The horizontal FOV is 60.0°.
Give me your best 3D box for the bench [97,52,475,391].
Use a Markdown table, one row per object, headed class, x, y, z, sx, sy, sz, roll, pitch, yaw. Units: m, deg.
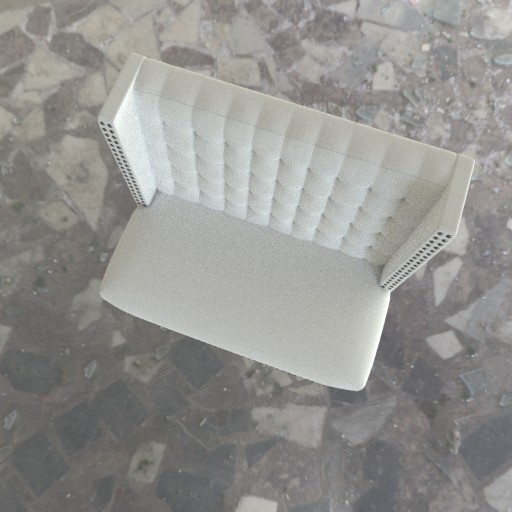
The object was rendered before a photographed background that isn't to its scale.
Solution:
| class | x | y | z | sx | sy | sz | roll | pitch | yaw |
| --- | --- | --- | --- | --- | --- | --- | --- | --- | --- |
| bench | 0.000 | 0.000 | 1.958 | 1.280 | 1.123 | 0.847 | 19 | 76 | 5 |
